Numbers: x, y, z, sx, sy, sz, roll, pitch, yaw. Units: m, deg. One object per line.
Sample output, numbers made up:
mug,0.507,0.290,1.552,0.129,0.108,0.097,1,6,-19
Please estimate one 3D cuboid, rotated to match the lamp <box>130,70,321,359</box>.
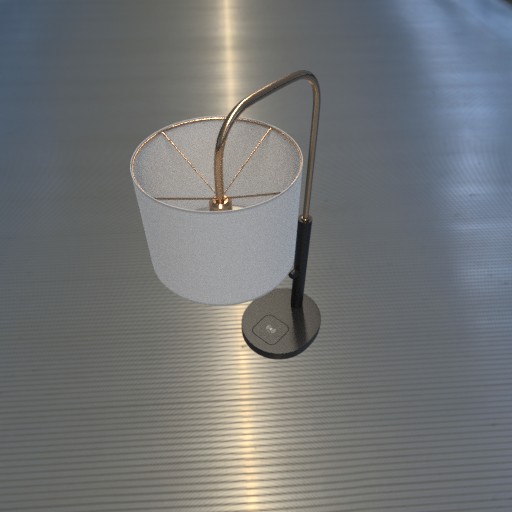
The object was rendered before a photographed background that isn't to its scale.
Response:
lamp,0.000,0.000,0.707,0.199,0.540,0.337,32,53,27
